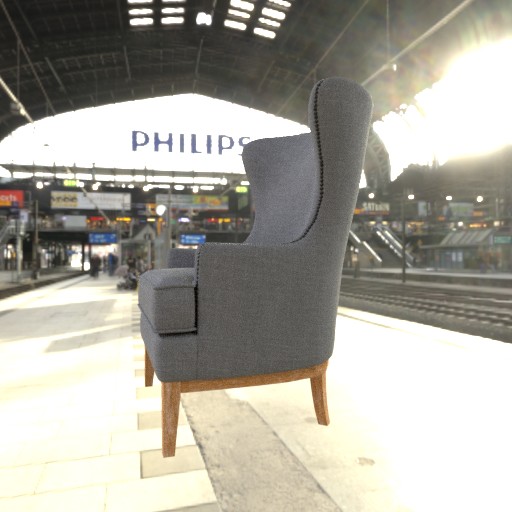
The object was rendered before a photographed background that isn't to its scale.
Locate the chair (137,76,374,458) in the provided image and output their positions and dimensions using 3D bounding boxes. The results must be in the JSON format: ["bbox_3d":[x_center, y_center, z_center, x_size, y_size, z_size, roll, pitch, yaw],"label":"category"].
[{"bbox_3d":[0.000,0.000,1.782,0.883,1.176,0.864,0,0,-18],"label":"chair"}]
